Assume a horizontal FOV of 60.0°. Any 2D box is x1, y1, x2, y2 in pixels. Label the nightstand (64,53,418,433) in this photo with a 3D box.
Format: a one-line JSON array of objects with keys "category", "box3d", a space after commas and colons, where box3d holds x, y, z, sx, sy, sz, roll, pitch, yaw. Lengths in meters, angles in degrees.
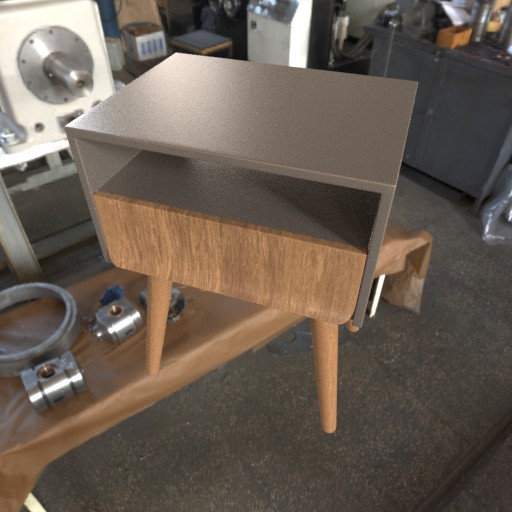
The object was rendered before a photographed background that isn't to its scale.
[{"category": "nightstand", "box3d": [0.000, 0.000, 0.720, 0.370, 0.508, 0.288, 13, 43, 14]}]
